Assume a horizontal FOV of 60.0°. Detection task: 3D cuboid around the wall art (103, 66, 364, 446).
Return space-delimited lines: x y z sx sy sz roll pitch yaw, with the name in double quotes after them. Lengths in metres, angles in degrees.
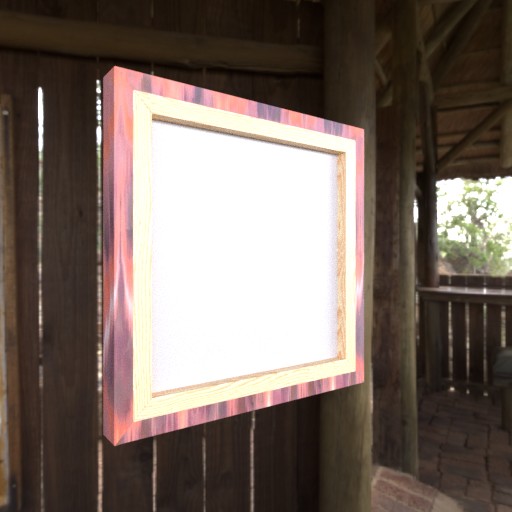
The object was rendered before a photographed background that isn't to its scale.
0.000 0.000 0.607 0.403 0.406 0.038 0 0 -36 "wall art"
